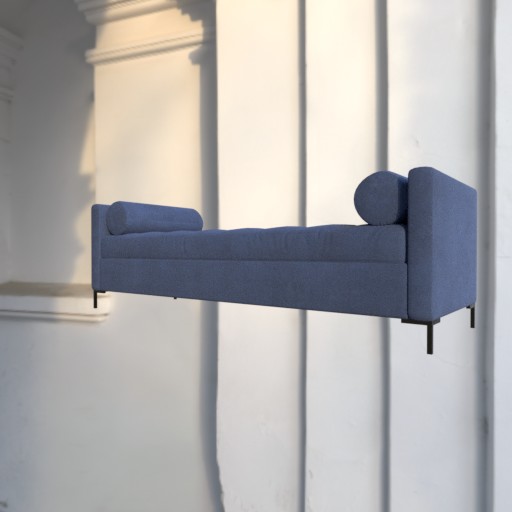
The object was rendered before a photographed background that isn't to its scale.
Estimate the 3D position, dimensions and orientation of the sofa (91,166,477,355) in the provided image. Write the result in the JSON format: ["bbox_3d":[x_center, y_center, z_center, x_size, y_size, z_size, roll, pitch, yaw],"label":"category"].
[{"bbox_3d":[0.000,0.000,2.319,1.981,0.635,0.686,0,1,38],"label":"sofa"}]
